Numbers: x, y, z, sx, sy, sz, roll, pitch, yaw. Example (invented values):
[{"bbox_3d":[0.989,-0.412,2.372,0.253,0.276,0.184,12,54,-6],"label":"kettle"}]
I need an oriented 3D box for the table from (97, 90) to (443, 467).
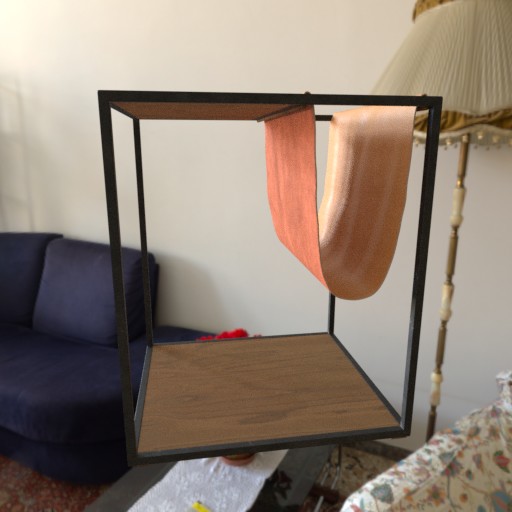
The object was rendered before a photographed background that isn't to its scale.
[{"bbox_3d":[0.000,0.000,0.821,0.450,0.536,0.399,-2,14,-9],"label":"table"}]
